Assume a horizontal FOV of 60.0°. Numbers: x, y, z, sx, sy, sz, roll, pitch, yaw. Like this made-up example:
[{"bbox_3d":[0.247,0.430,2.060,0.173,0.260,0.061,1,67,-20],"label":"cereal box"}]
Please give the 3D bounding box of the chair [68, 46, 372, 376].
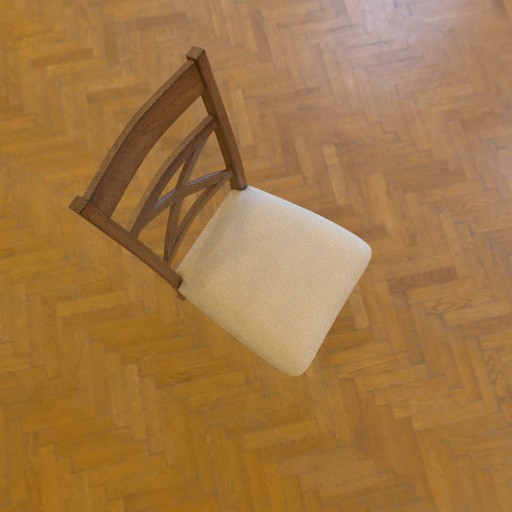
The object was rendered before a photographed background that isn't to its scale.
[{"bbox_3d":[0.000,0.000,1.266,0.581,0.949,0.461,31,78,7],"label":"chair"}]
